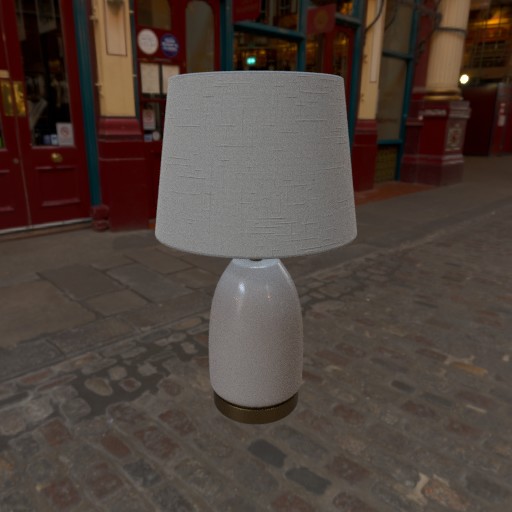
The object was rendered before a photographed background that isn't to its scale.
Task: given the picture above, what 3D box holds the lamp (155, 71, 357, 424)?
[{"bbox_3d":[0.000,0.000,0.653,0.285,0.483,0.285,0,17,0],"label":"lamp"}]
